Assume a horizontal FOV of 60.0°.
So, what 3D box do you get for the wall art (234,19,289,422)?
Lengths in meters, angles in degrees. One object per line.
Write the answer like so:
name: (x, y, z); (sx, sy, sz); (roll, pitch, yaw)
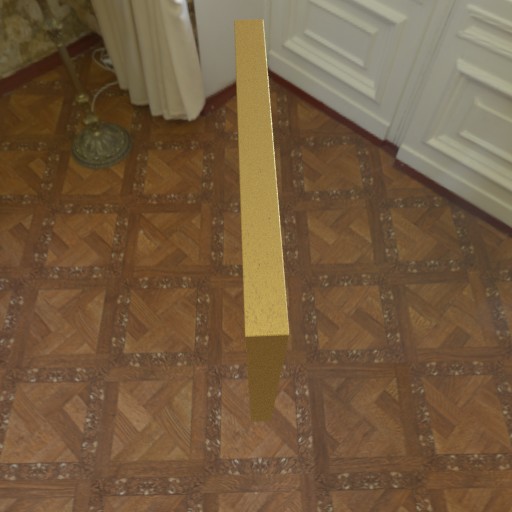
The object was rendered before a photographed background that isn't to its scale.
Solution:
wall art: (0.000, 0.000, 0.883); (0.048, 0.642, 0.537); (-2, 62, -1)
